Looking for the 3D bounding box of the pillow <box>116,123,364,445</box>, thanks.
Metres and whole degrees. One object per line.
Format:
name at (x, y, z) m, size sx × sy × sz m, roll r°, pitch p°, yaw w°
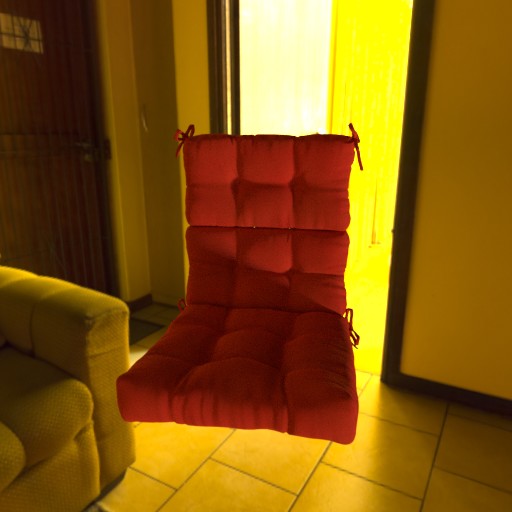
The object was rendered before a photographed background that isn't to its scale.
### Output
pillow at (0.000, 0.000, 1.039) m, size 0.519 × 0.605 × 0.571 m, roll 3°, pitch 16°, yaw 9°
